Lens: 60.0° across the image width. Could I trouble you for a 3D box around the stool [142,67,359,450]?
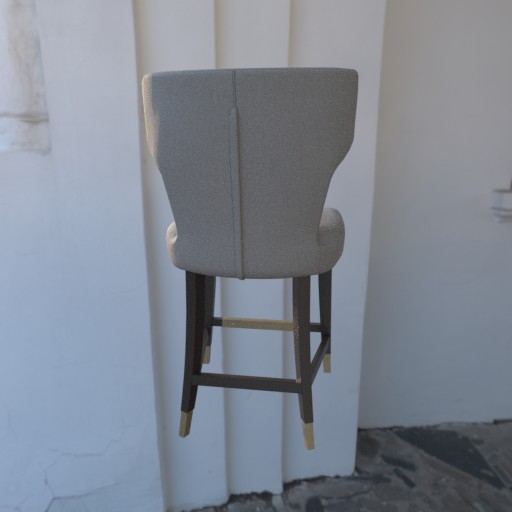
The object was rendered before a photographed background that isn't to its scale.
[{"bbox_3d":[0.000,0.000,1.324,0.527,0.982,0.563,2,14,8],"label":"stool"}]
